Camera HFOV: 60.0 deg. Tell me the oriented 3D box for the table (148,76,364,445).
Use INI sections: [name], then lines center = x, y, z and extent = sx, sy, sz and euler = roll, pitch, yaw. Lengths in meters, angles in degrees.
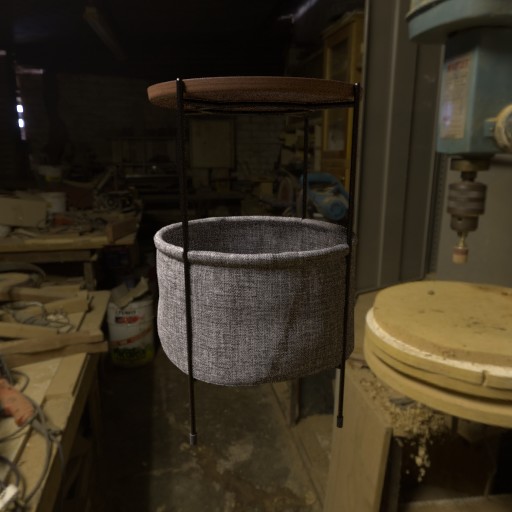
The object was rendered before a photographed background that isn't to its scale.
[table]
center = 0.000, 0.000, 0.889
extent = 0.400, 0.623, 0.400
euler = -3, 14, -10
